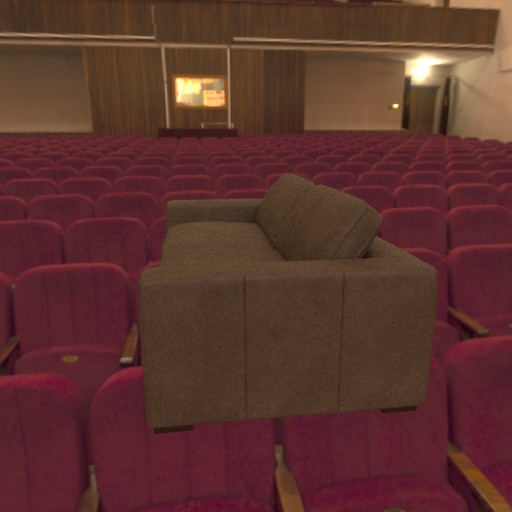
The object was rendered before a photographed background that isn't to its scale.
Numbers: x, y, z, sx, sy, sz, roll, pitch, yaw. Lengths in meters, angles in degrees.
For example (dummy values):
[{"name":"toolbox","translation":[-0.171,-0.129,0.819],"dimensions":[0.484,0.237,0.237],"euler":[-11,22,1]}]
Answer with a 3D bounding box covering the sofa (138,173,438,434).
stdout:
[{"name":"sofa","translation":[0.000,0.000,2.433],"dimensions":[1.070,0.800,1.920],"euler":[-2,15,-8]}]
